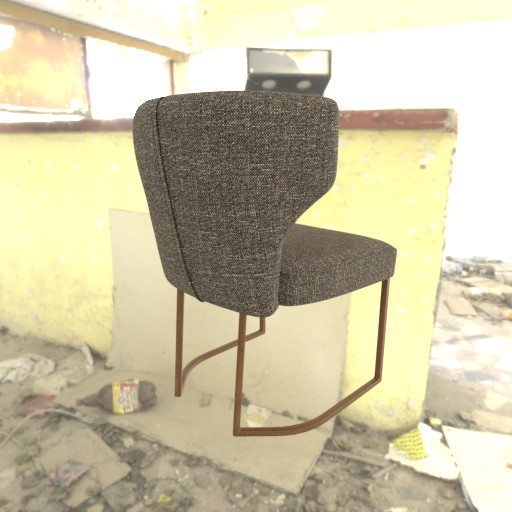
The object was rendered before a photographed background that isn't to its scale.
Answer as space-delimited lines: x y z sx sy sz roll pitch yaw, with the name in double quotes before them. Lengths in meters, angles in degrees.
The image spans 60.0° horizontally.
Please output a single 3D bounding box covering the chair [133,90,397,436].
"chair" 0.000 0.000 1.246 0.611 0.824 0.617 14 20 43
